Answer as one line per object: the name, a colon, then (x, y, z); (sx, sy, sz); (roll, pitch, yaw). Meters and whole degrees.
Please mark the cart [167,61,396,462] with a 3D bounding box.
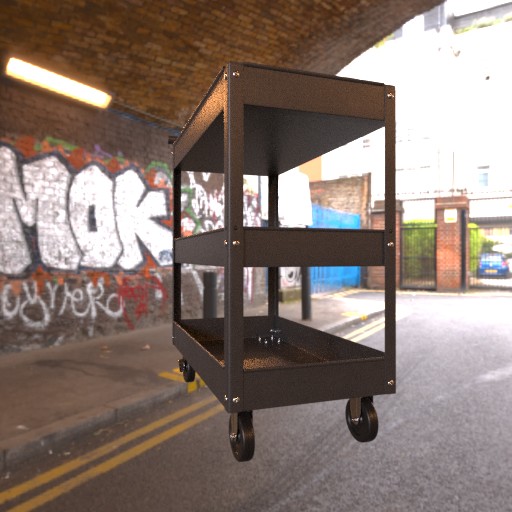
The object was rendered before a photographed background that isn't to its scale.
cart: (0.000, 0.000, 1.167); (0.366, 0.780, 0.719); (0, 0, -19)
